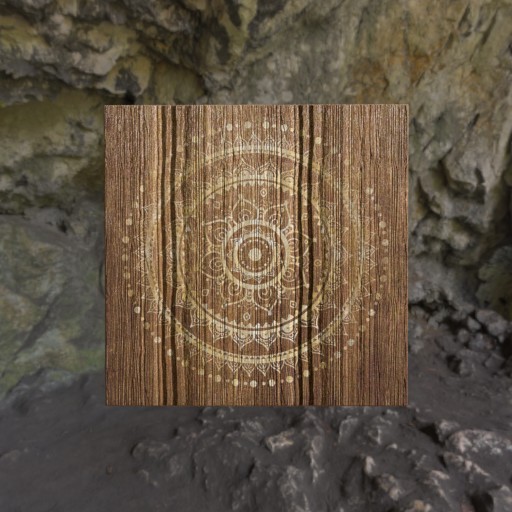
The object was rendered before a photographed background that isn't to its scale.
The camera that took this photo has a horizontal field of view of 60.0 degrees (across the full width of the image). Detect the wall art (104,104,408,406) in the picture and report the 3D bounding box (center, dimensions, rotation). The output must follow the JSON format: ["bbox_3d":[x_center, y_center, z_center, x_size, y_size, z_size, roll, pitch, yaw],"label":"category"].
[{"bbox_3d":[0.000,0.000,0.609,0.406,0.403,0.039,0,0,0],"label":"wall art"}]
